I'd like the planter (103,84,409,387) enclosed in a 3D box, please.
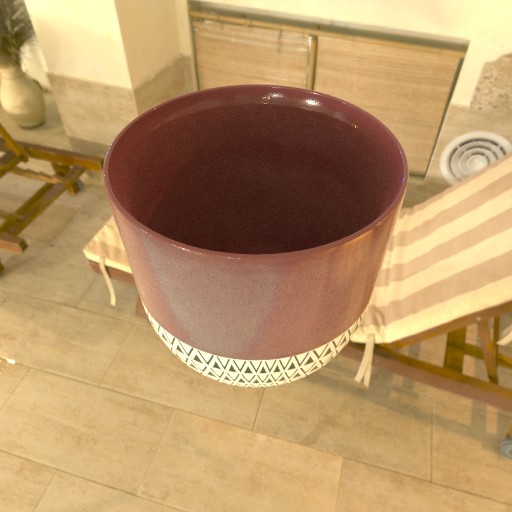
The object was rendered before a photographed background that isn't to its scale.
[{"bbox_3d":[0.000,0.000,0.491,0.266,0.270,0.266,0,46,0],"label":"planter"}]
